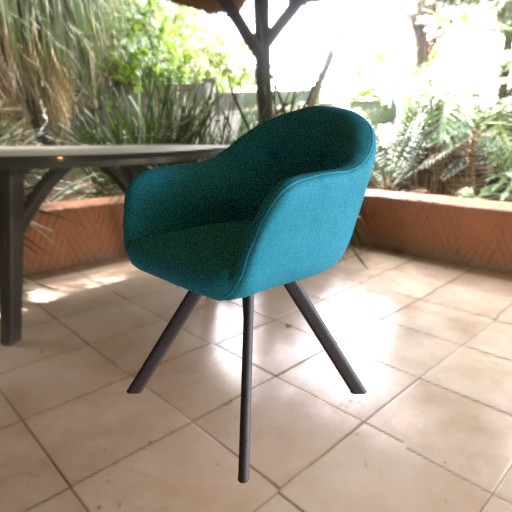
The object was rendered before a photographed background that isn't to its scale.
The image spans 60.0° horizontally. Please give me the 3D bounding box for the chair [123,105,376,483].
[{"bbox_3d":[0.000,0.000,1.171,0.565,0.775,0.545,-15,22,-43],"label":"chair"}]
